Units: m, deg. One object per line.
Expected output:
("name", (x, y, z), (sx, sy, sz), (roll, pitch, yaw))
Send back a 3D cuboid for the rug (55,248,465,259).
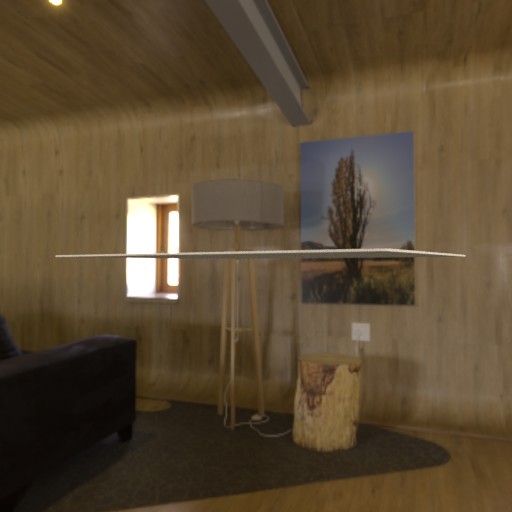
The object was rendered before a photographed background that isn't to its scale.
("rug", (0.000, 0.000, 2.258), (1.753, 0.008, 1.143), (-1, -1, 36))
